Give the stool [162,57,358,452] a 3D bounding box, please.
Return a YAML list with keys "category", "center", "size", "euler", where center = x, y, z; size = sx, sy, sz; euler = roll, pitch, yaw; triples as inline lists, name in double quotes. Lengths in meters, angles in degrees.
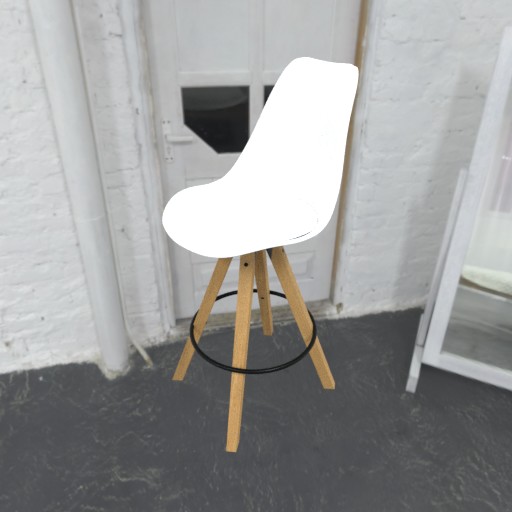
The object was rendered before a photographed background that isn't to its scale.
- category: "stool"
  center: [0.000, 0.000, 1.417]
  size: [0.549, 1.115, 0.482]
  euler: [-21, 37, -30]
